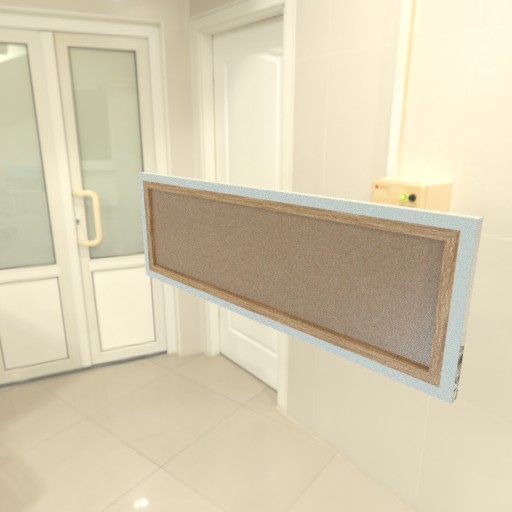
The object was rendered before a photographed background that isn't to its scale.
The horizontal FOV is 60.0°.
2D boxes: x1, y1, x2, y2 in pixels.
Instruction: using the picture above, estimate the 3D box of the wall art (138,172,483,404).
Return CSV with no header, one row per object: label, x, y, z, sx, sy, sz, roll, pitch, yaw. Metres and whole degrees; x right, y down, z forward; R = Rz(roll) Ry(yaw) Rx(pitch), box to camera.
wall art,0.000,0.000,1.647,1.520,0.507,0.039,16,23,43
